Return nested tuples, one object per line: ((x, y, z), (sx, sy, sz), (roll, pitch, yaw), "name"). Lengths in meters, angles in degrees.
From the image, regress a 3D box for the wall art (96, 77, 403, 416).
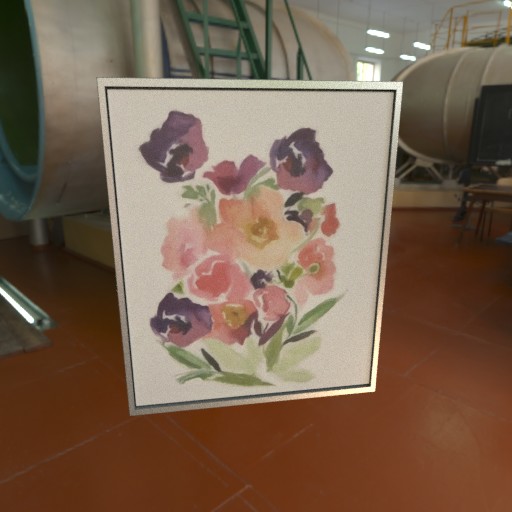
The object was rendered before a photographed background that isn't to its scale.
((0.000, 0.000, 0.744), (0.452, 0.549, 0.038), (-3, 17, -9), "wall art")
